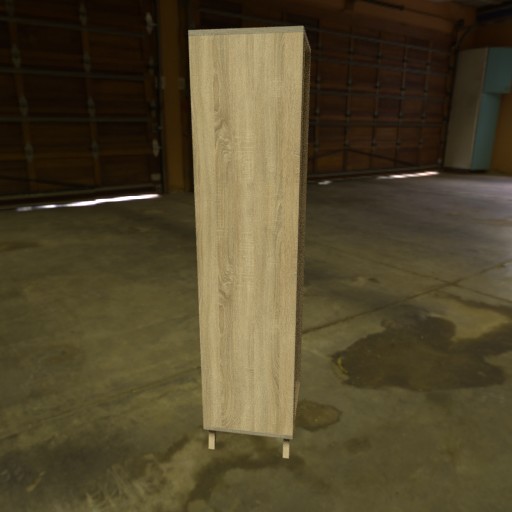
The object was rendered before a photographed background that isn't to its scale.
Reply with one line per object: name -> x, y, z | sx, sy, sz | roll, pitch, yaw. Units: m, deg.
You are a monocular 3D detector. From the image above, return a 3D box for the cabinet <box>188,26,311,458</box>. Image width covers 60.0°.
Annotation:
cabinet -> 0.000, 0.000, 2.211 | 0.450, 1.960, 0.510 | 3, 16, 9
